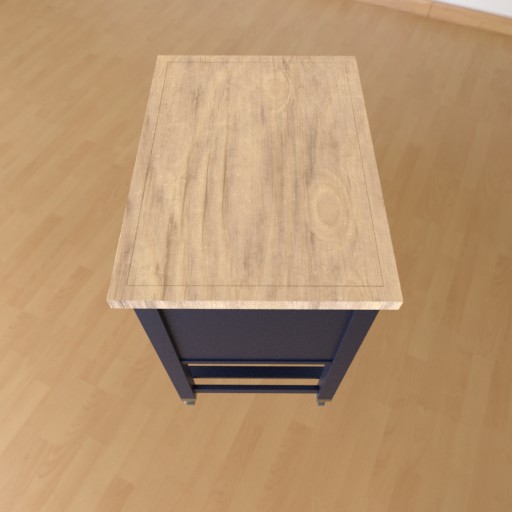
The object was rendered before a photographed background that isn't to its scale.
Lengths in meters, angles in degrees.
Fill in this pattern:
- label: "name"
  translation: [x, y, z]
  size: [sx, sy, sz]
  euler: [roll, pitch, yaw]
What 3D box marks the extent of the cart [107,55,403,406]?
- label: "cart"
  translation: [0.000, 0.000, 1.448]
  size: [0.567, 0.920, 0.797]
  euler: [0, 57, 0]
